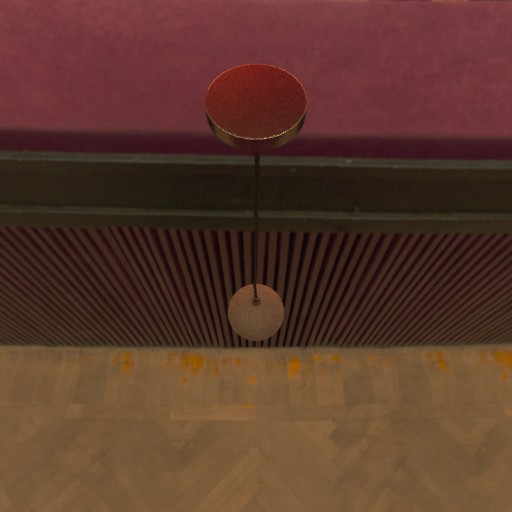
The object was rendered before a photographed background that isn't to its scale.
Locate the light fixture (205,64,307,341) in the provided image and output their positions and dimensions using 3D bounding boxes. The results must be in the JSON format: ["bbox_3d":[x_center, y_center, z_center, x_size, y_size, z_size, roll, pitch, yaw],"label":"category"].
[{"bbox_3d":[0.000,0.000,0.821,0.139,0.764,0.139,2,64,1],"label":"light fixture"}]
